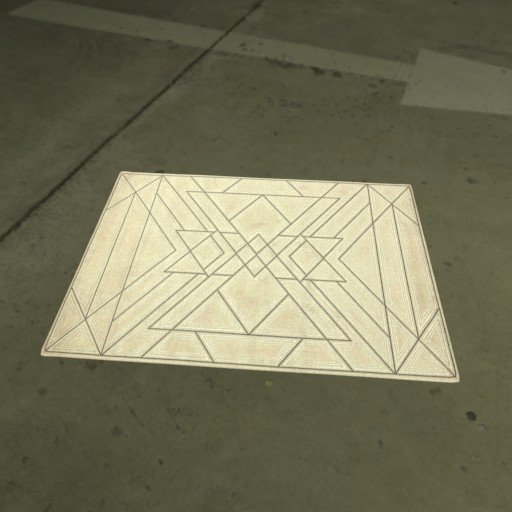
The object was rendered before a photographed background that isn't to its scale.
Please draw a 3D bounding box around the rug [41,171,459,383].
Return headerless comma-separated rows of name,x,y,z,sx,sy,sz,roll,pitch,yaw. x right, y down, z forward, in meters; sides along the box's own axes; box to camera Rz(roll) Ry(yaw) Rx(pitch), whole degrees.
rug,0.000,0.000,4.348,3.381,0.026,2.436,3,48,3
